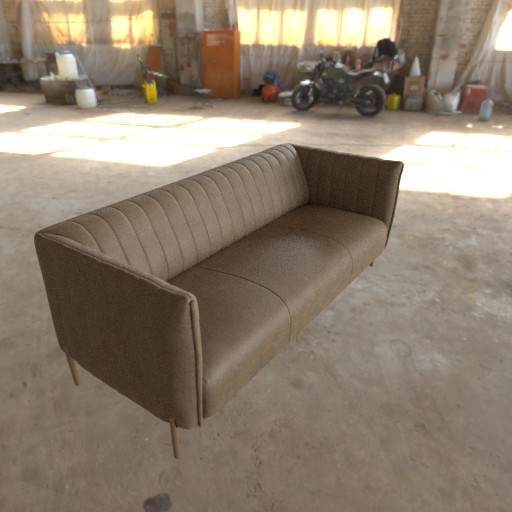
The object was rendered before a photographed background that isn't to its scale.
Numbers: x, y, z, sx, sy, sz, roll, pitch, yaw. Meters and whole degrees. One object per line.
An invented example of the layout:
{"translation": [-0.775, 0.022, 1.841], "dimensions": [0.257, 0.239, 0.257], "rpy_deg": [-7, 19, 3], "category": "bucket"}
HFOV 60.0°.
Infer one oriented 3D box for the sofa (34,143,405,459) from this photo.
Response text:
{"translation": [0.000, 0.000, 2.407], "dimensions": [0.876, 0.779, 1.980], "rpy_deg": [18, 33, 31], "category": "sofa"}
